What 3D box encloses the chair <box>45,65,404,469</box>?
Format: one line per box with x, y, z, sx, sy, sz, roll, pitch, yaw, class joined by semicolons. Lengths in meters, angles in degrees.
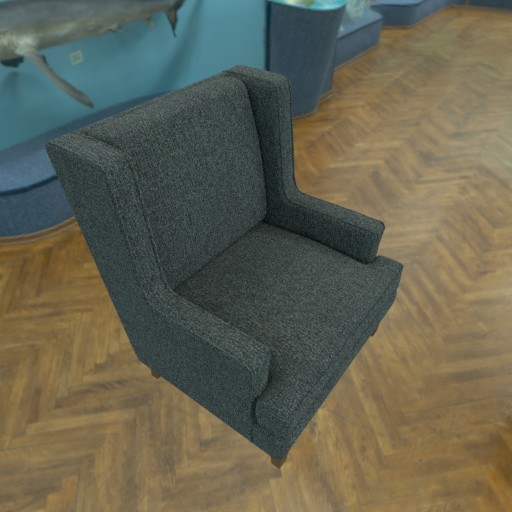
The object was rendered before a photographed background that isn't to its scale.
0.000;0.000;1.750;0.927;1.082;0.942;26;46;27;chair
